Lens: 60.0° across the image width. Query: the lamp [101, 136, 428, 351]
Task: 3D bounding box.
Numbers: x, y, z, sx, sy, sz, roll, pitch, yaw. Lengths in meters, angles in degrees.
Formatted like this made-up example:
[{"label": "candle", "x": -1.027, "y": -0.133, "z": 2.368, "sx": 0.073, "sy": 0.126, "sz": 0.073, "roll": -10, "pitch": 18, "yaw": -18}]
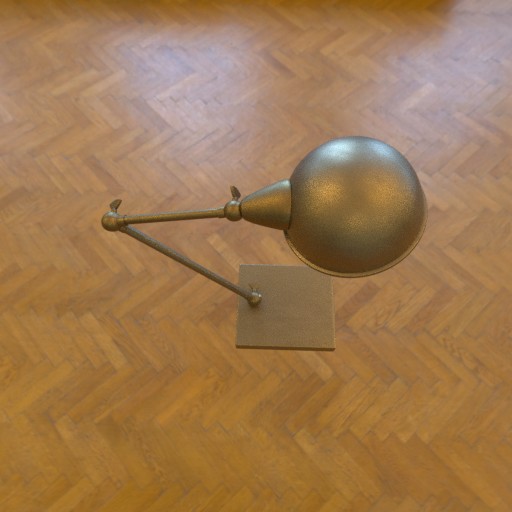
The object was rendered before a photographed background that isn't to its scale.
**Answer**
[{"label": "lamp", "x": 0.000, "y": 0.000, "z": 0.556, "sx": 0.339, "sy": 0.371, "sz": 0.149, "roll": 2, "pitch": 64, "yaw": 1}]
